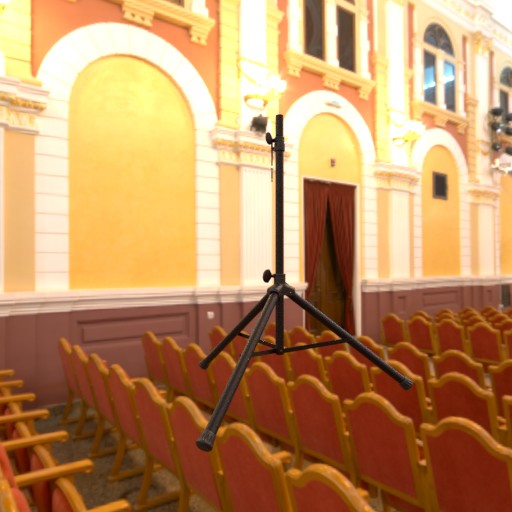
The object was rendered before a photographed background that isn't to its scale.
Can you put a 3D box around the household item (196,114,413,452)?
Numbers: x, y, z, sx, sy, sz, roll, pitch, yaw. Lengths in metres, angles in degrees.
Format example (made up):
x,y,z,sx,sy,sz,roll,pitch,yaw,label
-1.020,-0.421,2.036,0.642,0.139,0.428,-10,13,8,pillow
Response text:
x,y,z,sx,sy,sz,roll,pitch,yaw,label
0.000,0.000,1.909,1.045,1.136,0.907,1,-1,-37,household item
